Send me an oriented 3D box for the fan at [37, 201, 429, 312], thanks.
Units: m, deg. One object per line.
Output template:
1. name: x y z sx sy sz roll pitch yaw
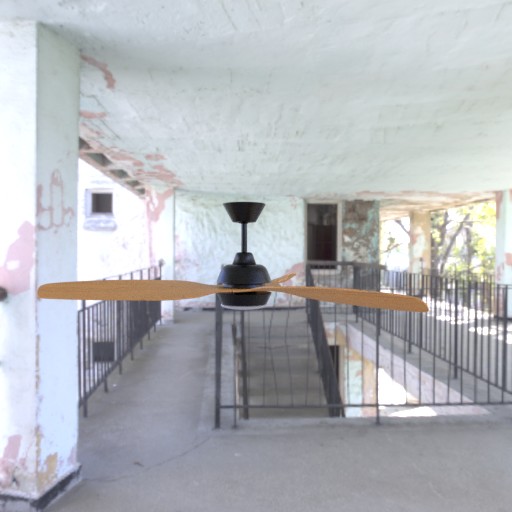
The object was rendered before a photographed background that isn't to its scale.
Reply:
1. fan: 0.000 0.000 1.650 1.142 0.355 1.010 0 1 18
